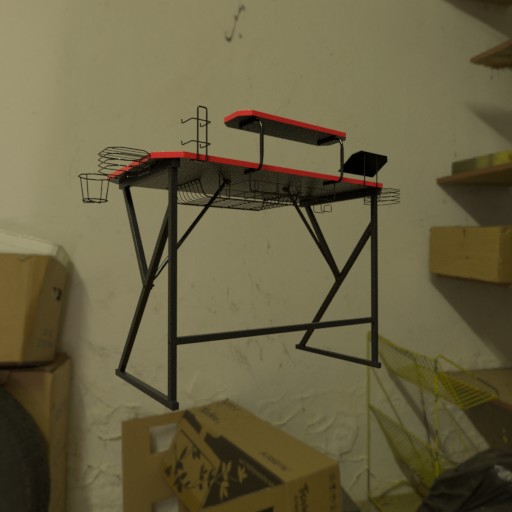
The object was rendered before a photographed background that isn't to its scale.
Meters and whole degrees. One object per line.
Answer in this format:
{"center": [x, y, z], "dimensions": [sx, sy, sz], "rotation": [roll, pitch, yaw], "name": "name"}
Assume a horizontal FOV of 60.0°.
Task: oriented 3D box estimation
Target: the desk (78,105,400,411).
{"center": [0.000, 0.000, 1.744], "dimensions": [1.280, 0.913, 0.588], "rotation": [1, -1, -35], "name": "desk"}
